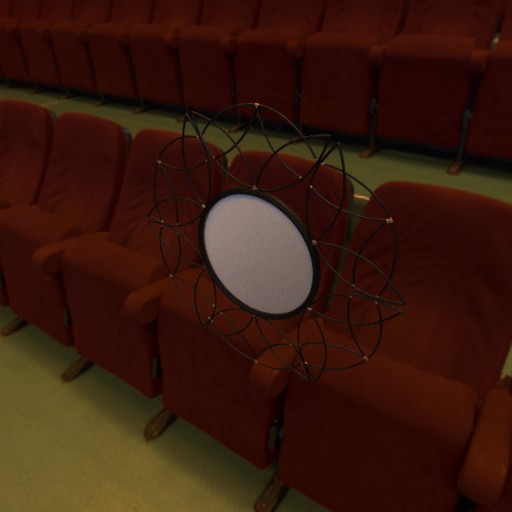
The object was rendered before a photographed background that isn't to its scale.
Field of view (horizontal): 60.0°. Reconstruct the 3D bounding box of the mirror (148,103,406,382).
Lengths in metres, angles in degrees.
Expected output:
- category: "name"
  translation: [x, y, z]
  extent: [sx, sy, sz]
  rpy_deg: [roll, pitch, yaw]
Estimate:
- category: "mirror"
  translation: [0.000, 0.000, 1.170]
  extent: [0.797, 0.775, 0.028]
  rpy_deg: [19, 36, 29]
